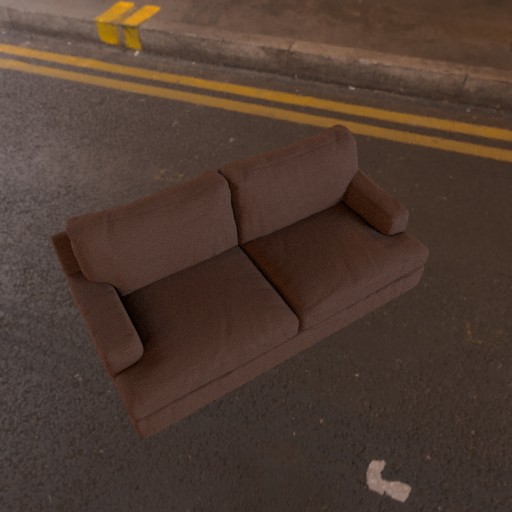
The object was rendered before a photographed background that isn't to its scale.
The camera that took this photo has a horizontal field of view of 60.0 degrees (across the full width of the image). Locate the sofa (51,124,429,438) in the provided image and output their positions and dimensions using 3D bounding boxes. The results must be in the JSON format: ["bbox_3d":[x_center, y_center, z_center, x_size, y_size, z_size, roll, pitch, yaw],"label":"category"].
[{"bbox_3d":[0.000,0.000,2.961,2.274,0.950,1.140,-24,51,-21],"label":"sofa"}]
